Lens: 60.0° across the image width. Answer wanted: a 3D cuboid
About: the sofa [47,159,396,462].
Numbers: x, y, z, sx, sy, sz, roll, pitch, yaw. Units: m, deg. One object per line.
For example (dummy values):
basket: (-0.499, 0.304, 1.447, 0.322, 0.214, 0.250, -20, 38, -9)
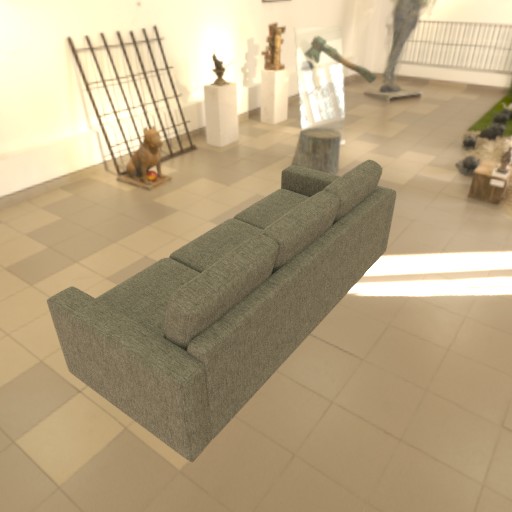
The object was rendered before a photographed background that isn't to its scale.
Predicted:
sofa: (0.000, 0.000, 2.664, 0.900, 0.800, 2.160, 21, 38, 30)
